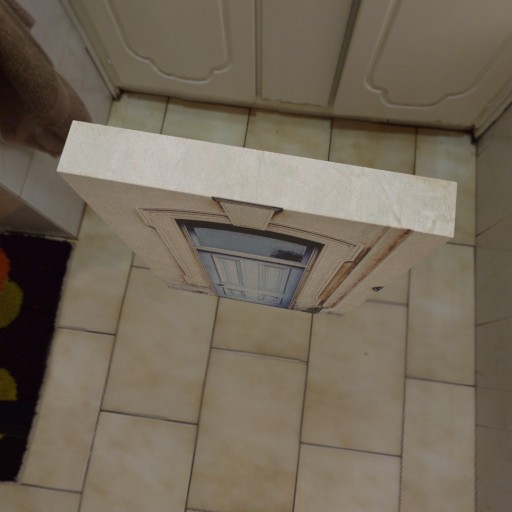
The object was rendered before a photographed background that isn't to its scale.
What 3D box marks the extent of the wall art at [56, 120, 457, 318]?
[{"bbox_3d":[0.000,0.000,0.467,0.254,0.381,0.038,10,75,3],"label":"wall art"}]
